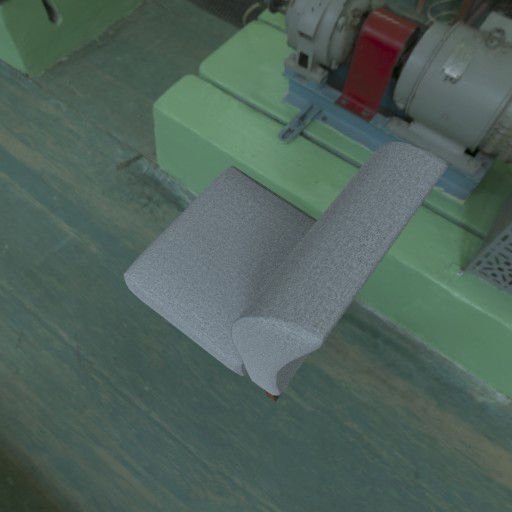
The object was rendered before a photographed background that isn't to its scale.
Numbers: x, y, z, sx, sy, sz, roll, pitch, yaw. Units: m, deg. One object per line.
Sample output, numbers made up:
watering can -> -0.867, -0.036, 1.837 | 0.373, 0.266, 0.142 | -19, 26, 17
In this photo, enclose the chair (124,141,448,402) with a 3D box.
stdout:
chair -> 0.000, 0.000, 1.181 | 0.592, 0.804, 0.513 | 33, 68, 15
